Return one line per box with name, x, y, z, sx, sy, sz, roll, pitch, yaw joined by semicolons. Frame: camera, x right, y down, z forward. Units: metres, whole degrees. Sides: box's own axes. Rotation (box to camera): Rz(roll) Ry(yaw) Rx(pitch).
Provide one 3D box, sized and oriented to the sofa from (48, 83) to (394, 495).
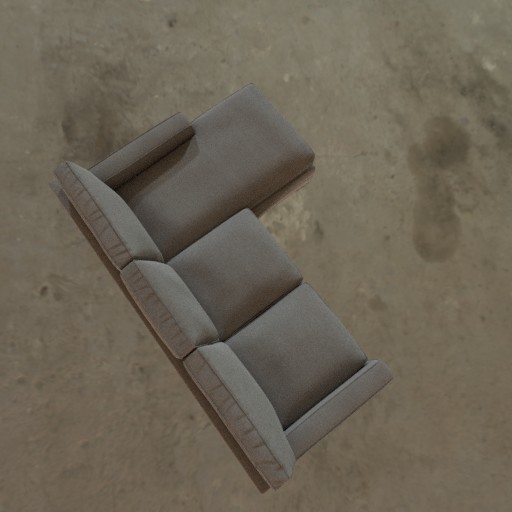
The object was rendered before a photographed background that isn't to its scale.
sofa;0.000;0.000;2.725;1.496;0.861;2.087;-36;78;-9
